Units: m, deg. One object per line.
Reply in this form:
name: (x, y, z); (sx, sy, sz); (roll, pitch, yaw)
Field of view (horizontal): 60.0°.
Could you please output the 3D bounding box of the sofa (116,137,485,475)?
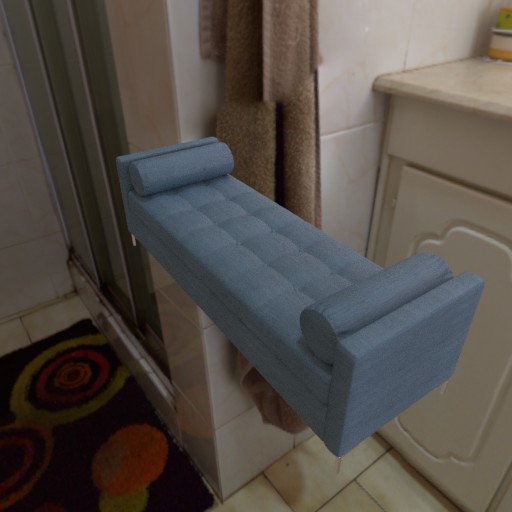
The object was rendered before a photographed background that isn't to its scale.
sofa: (0.000, 0.000, 2.295); (0.686, 0.635, 1.981); (-21, 39, -29)
